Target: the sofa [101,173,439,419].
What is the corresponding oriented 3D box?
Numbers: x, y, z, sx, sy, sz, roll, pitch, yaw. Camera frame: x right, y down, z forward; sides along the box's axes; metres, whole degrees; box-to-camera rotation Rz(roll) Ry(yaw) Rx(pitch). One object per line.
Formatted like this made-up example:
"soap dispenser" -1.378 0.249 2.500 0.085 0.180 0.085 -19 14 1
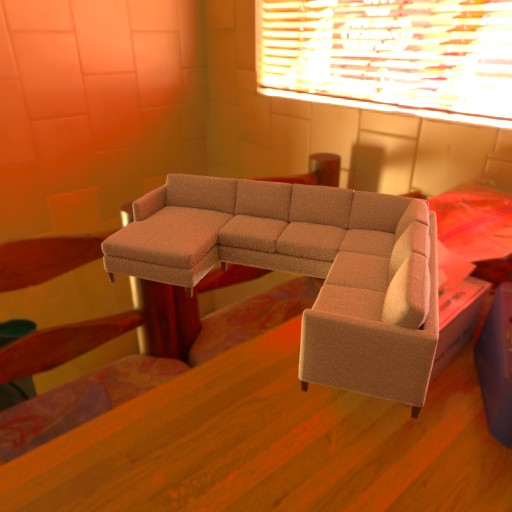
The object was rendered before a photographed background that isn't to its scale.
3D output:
"sofa" 0.000 0.000 4.589 3.460 0.961 2.594 9 28 18
